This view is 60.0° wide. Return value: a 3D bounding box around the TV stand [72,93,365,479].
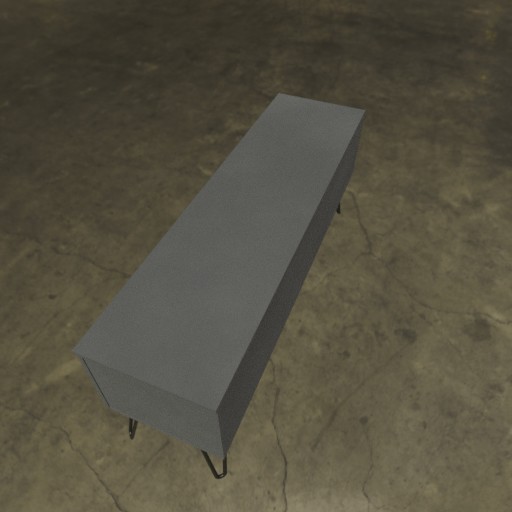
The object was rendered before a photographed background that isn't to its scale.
[{"bbox_3d":[0.000,0.000,1.659,0.400,0.560,1.400,17,49,15],"label":"TV stand"}]
